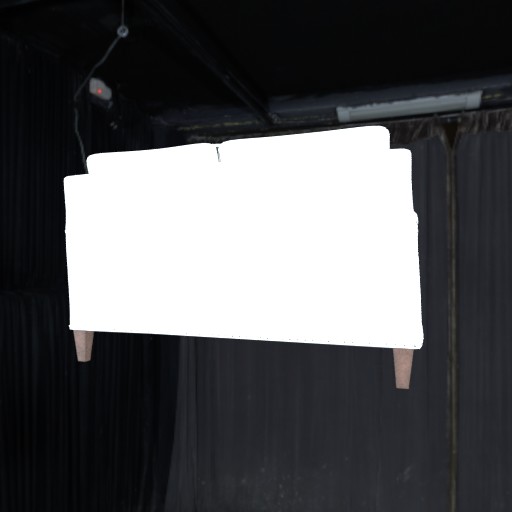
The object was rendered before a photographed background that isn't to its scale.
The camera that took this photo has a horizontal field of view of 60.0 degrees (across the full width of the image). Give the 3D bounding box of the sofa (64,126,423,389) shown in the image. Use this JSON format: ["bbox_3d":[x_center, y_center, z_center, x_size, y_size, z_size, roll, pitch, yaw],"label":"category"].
[{"bbox_3d":[0.000,0.000,2.272,1.597,1.003,1.084,0,-2,19],"label":"sofa"}]
